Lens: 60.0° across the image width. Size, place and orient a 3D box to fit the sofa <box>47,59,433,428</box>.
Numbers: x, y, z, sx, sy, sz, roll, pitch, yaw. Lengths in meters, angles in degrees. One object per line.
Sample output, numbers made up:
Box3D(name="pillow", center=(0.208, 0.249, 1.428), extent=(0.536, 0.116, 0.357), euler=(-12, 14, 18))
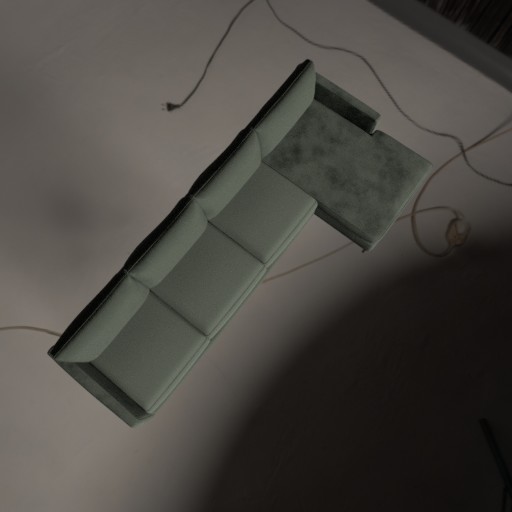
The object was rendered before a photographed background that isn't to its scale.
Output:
Box3D(name="sofa", center=(0.000, 0.000, 3.107), extent=(1.255, 0.756, 2.725), euler=(37, 79, 9))
